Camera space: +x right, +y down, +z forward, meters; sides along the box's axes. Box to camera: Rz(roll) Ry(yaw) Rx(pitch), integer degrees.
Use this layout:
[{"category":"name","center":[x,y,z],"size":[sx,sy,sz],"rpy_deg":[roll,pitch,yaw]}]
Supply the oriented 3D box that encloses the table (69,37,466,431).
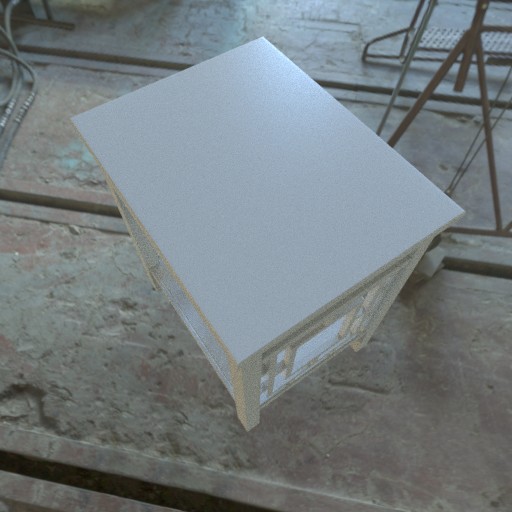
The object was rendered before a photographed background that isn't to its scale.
[{"category":"table","center":[0.000,0.000,1.040],"size":[0.451,0.646,0.564],"rpy_deg":[-31,64,-17]}]
